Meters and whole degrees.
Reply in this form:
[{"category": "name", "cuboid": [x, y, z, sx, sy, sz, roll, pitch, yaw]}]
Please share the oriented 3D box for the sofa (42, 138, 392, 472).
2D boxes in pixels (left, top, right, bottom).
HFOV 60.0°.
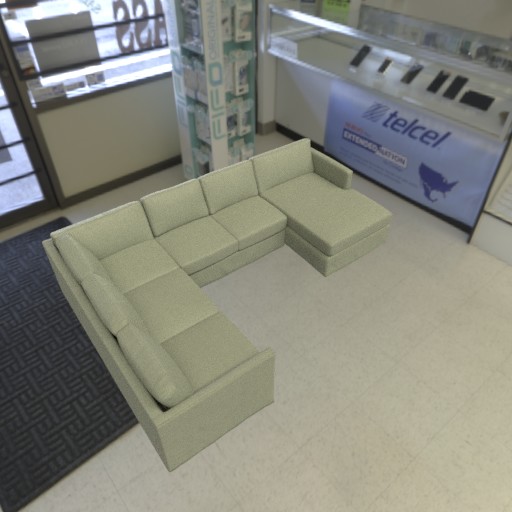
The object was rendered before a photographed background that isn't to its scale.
[{"category": "sofa", "cuboid": [0.000, 0.000, 4.561, 3.460, 0.882, 2.427, -27, 48, -27]}]
